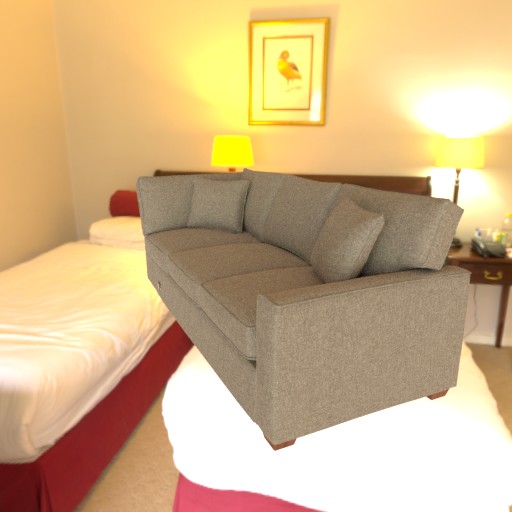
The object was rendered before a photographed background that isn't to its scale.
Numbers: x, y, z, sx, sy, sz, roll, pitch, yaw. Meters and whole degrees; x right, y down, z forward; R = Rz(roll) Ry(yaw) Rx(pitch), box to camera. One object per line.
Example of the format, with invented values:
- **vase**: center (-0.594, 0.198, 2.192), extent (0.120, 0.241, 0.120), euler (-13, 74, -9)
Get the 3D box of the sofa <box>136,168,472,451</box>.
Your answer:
- **sofa**: center (0.000, 0.000, 2.793), extent (1.061, 0.962, 2.317), euler (-7, 17, -24)
